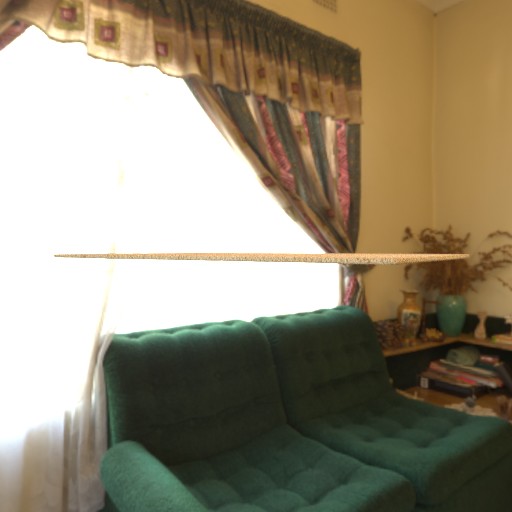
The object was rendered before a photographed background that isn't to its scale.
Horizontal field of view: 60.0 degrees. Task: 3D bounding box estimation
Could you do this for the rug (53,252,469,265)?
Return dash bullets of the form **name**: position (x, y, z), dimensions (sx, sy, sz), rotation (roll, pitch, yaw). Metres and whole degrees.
- **rug**: position (0.000, 0.000, 2.940), dimensions (2.349, 0.025, 1.500), rotation (1, 1, 36)
